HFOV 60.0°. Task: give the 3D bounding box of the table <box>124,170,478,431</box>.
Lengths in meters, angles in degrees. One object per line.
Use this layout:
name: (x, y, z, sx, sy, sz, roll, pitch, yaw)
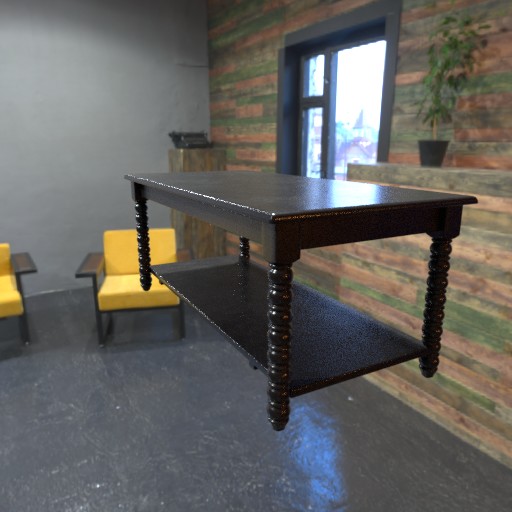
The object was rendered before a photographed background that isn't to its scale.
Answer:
table: (0.000, 0.000, 1.477, 0.580, 0.487, 1.171, -8, 16, -28)
